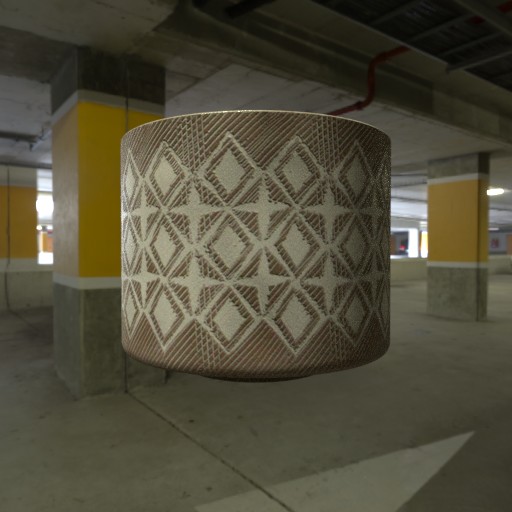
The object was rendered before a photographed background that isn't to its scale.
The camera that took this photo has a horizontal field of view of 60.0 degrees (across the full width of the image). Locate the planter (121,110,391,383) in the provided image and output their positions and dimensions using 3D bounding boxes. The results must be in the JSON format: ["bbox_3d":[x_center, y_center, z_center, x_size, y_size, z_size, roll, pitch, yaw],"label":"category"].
[{"bbox_3d":[0.000,0.000,0.218,0.126,0.104,0.126,0,1,0],"label":"planter"}]
